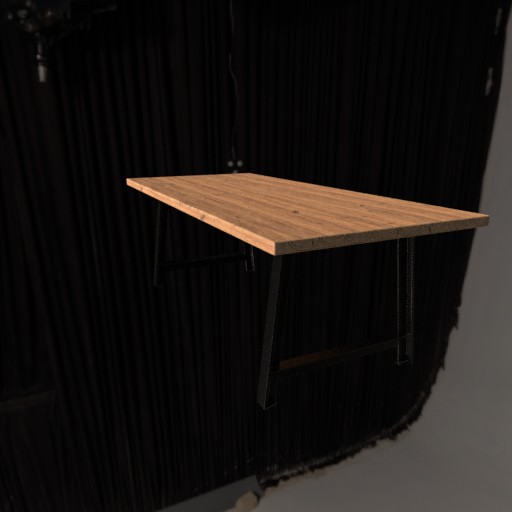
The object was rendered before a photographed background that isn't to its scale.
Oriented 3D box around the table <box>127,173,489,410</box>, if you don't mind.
[{"bbox_3d":[0.000,0.000,2.615,1.000,0.757,2.200,-8,17,-26],"label":"table"}]
